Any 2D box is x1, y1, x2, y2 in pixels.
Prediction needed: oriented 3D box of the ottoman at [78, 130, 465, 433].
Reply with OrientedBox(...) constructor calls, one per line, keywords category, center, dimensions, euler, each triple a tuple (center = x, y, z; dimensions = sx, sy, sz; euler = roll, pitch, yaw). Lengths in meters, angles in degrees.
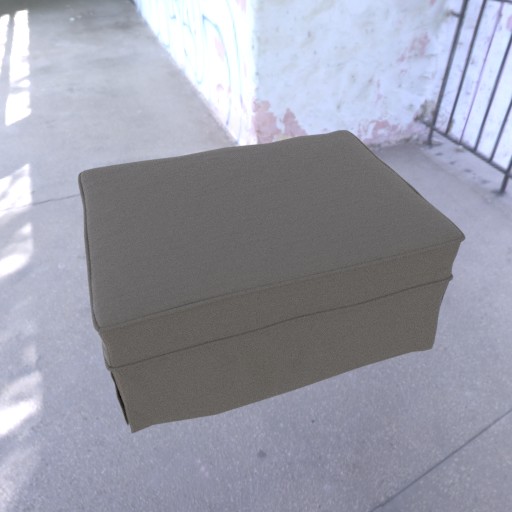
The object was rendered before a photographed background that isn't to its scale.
OrientedBox(category="ottoman", center=(0.000, 0.000, 1.332), dimensions=(0.944, 0.479, 0.703), euler=(-13, 43, -14))
